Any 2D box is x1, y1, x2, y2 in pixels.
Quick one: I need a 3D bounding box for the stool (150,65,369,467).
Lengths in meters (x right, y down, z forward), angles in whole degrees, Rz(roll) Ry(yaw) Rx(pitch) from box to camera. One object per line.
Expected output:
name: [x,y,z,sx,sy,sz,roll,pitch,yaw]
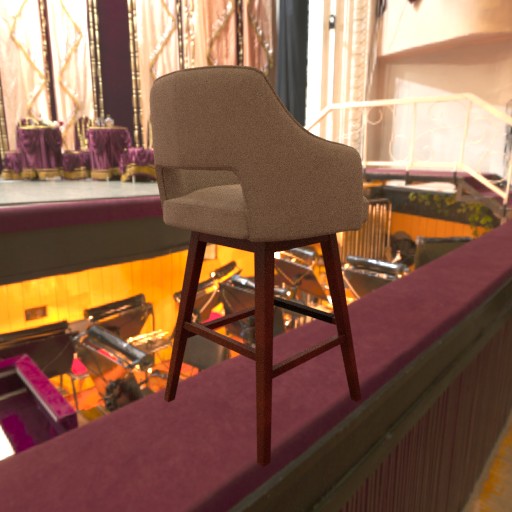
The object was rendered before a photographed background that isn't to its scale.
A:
stool: [0.000,0.000,1.369,0.558,1.012,0.548,-13,18,-43]
